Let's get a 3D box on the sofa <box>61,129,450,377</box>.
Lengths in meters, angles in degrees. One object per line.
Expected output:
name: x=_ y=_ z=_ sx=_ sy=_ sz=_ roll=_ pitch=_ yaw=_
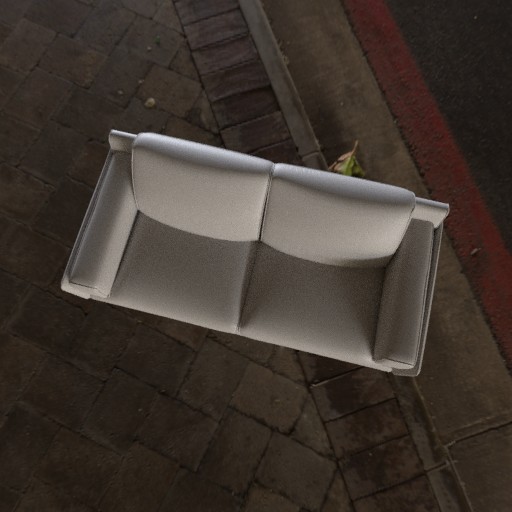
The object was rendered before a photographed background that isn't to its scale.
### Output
sofa: x=0.000 y=0.000 z=2.694 sx=2.101 sy=0.930 sz=1.049 roll=13 pitch=77 yaw=3
